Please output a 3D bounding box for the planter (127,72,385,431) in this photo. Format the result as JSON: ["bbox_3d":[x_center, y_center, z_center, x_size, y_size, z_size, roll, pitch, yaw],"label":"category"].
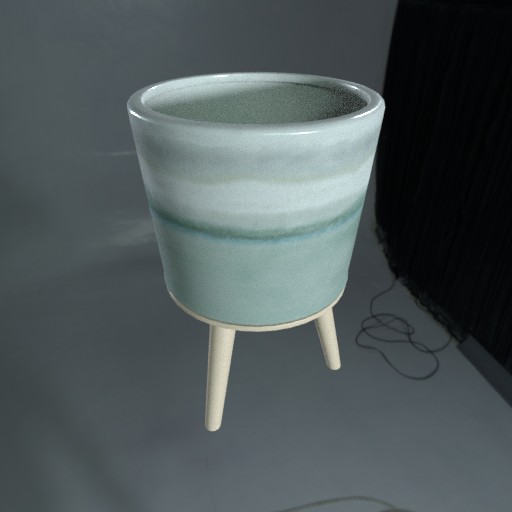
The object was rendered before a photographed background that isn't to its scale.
[{"bbox_3d":[0.000,0.000,0.573,0.265,0.404,0.265,-10,33,-16],"label":"planter"}]
